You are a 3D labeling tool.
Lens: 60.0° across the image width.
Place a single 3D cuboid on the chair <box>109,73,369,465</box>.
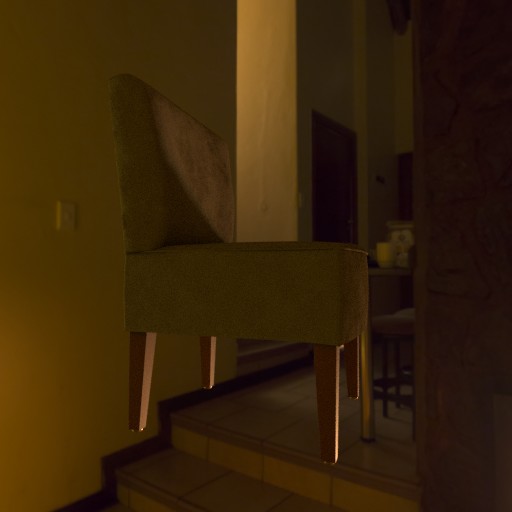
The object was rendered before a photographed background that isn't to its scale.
[{"bbox_3d":[0.000,0.000,1.131,0.554,0.806,0.521,-1,-2,18],"label":"chair"}]
